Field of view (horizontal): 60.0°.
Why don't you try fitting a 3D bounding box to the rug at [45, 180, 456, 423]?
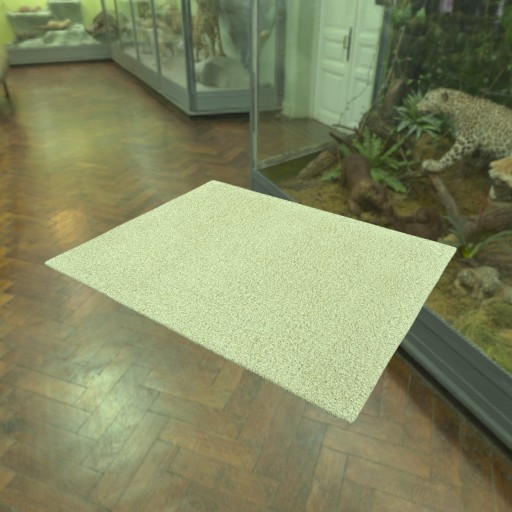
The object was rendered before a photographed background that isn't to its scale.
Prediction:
[{"bbox_3d":[0.000,0.000,4.168,3.047,0.029,2.438,20,37,29],"label":"rug"}]
